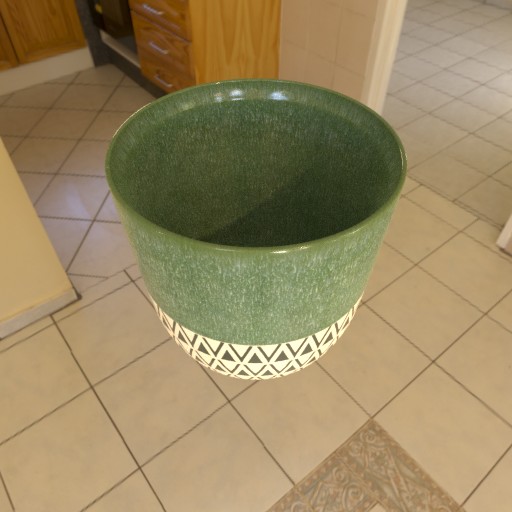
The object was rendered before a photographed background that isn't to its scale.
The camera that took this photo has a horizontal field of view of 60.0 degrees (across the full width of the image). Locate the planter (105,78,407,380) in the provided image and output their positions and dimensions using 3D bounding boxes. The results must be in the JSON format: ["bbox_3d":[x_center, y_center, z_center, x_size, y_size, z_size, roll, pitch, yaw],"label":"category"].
[{"bbox_3d":[0.000,0.000,0.370,0.195,0.214,0.195,0,47,0],"label":"planter"}]
